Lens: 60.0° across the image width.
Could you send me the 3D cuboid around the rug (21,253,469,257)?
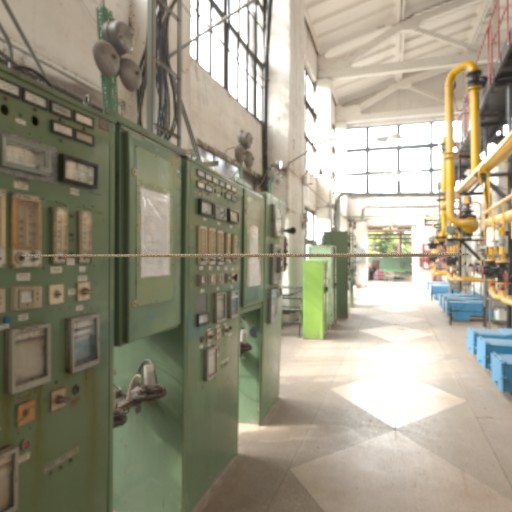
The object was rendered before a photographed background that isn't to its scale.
[{"bbox_3d":[0.000,0.000,2.177,1.752,0.006,1.142,0,0,18],"label":"rug"}]
